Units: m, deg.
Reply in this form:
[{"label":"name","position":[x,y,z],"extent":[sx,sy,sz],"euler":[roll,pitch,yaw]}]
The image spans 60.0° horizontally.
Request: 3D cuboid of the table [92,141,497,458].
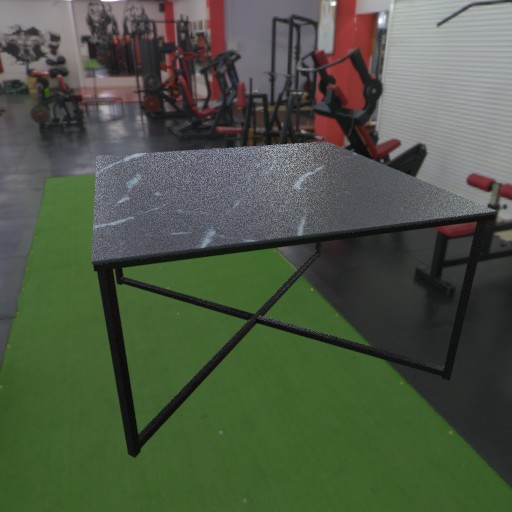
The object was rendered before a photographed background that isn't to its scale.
[{"label":"table","position":[0.000,0.000,1.253],"extent":[0.800,0.450,0.800],"euler":[-8,26,-16]}]
